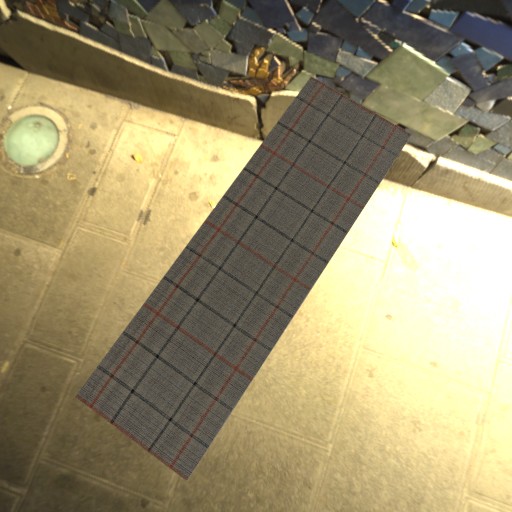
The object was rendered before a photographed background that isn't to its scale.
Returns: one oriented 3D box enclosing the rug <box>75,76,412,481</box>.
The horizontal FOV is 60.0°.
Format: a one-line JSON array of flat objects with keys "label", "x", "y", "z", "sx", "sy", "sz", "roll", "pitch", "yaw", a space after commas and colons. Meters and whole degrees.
[{"label": "rug", "x": 0.000, "y": 0.000, "z": 2.637, "sx": 0.762, "sy": 0.008, "sz": 2.439, "roll": 33, "pitch": 78, "yaw": 8}]
